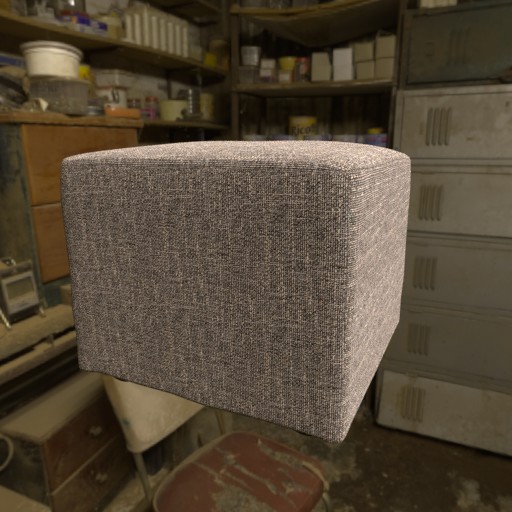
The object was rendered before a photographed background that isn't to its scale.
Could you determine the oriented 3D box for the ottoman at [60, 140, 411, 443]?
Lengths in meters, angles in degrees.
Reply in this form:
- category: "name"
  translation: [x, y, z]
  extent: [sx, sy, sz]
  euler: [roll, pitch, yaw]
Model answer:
- category: "ottoman"
  translation: [0.000, 0.000, 0.900]
  extent: [0.521, 0.453, 0.512]
  euler: [7, 16, 25]
